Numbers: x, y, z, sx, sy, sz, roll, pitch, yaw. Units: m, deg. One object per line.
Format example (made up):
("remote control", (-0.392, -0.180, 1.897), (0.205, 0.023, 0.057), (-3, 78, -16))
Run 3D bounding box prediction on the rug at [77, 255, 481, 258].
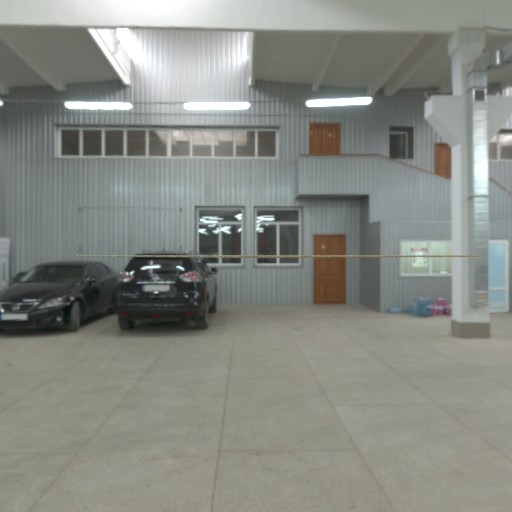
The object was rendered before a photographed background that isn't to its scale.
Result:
("rug", (0.000, 0.000, 4.196), (2.471, 0.012, 3.034), (0, 0, -37))
